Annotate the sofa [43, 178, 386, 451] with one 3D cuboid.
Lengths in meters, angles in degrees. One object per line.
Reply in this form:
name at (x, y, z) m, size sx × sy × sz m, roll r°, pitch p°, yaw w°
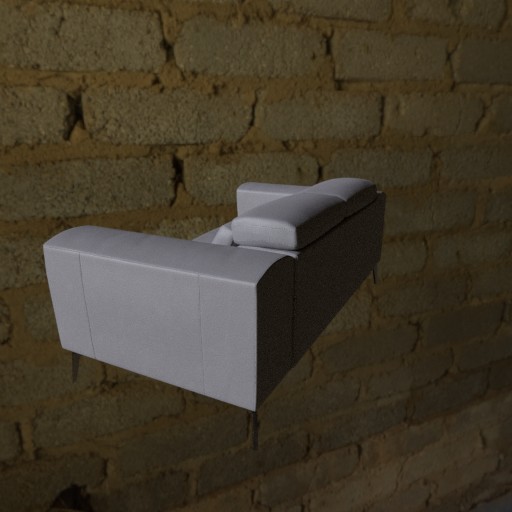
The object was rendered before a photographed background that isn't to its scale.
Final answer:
sofa at (0.000, 0.000, 2.424) m, size 1.003 × 0.779 × 1.895 m, roll 9°, pitch 19°, yaw 26°
